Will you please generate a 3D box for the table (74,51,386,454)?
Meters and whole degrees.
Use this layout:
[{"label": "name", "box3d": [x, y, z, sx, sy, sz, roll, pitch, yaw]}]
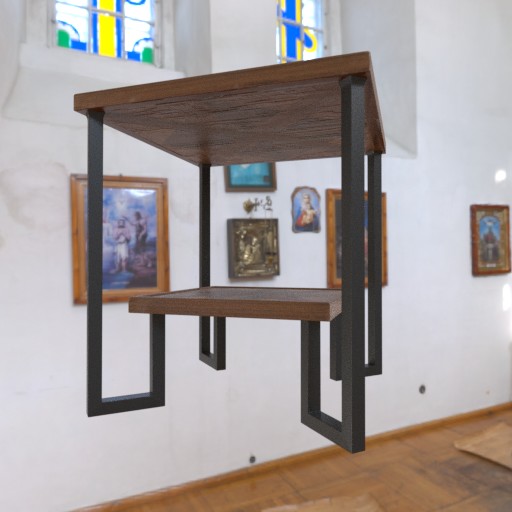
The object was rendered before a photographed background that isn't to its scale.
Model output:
[{"label": "table", "box3d": [0.000, 0.000, 0.927, 0.503, 0.563, 0.503, 0, -1, 19]}]
